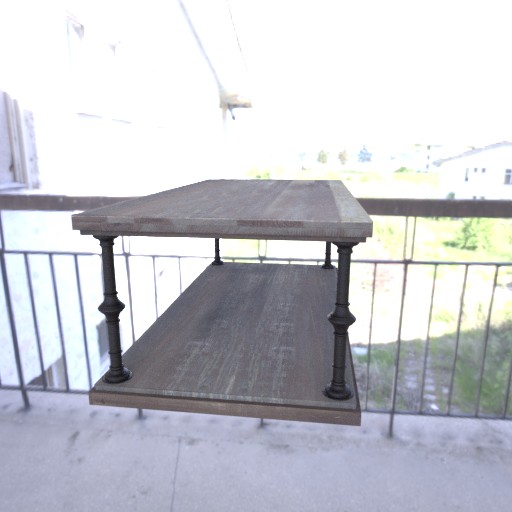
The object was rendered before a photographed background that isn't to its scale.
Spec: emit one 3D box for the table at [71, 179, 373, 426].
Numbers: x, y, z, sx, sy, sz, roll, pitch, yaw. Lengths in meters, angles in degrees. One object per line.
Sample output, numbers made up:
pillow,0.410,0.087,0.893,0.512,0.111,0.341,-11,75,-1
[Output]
table,0.000,0.000,1.367,0.554,0.399,1.088,2,14,8
